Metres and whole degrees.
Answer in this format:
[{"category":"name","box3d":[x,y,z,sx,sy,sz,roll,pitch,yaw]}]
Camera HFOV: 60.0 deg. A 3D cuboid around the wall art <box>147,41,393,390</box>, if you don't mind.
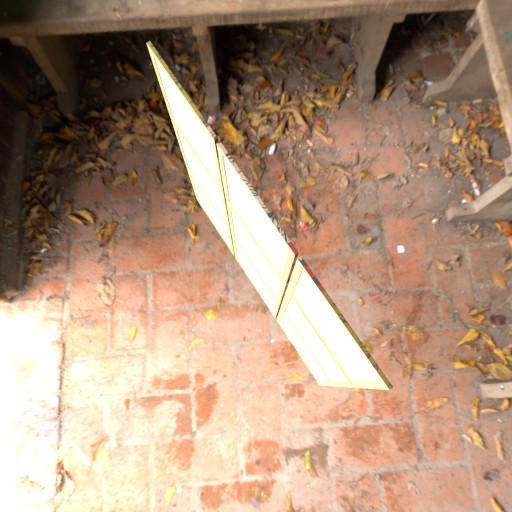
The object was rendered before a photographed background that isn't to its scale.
[{"category":"wall art","box3d":[0.000,0.000,1.799,0.013,1.218,1.206,-32,77,-8]}]
